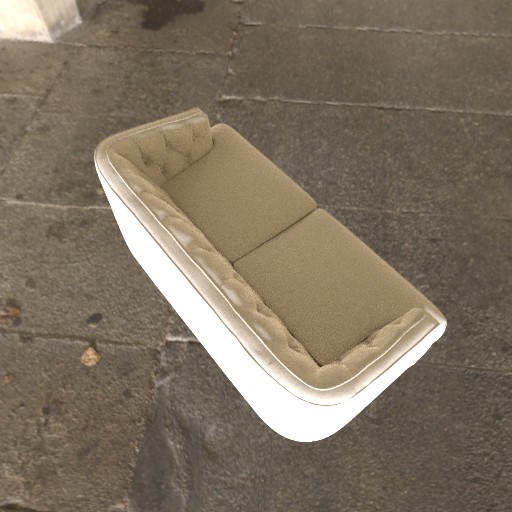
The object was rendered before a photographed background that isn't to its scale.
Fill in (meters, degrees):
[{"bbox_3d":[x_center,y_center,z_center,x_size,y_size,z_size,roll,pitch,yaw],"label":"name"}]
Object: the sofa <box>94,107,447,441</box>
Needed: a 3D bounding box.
[{"bbox_3d":[0.000,0.000,2.279,0.941,0.855,1.733,-34,63,-20],"label":"sofa"}]
